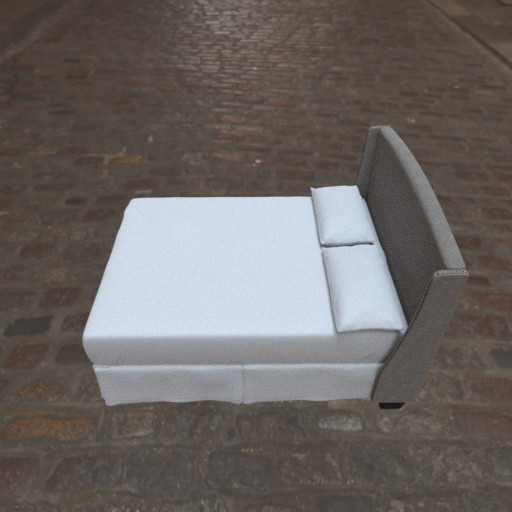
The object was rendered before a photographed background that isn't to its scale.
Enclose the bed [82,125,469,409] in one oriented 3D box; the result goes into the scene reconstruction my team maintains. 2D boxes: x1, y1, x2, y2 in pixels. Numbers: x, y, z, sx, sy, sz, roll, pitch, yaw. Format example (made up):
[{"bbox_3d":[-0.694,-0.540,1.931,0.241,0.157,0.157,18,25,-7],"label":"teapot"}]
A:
[{"bbox_3d":[0.000,0.000,3.299,2.237,1.407,1.710,0,42,0],"label":"bed"}]
